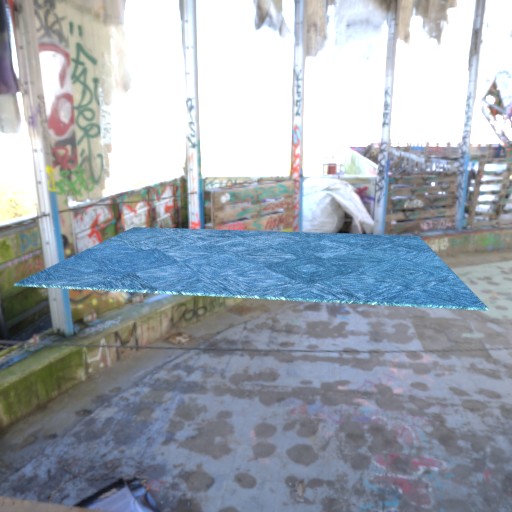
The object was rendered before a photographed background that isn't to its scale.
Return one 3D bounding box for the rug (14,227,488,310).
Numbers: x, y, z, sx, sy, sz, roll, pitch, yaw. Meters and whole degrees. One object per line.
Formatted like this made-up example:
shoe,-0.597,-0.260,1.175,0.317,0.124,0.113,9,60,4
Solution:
rug,0.000,0.000,2.807,2.277,0.015,1.490,2,15,8
